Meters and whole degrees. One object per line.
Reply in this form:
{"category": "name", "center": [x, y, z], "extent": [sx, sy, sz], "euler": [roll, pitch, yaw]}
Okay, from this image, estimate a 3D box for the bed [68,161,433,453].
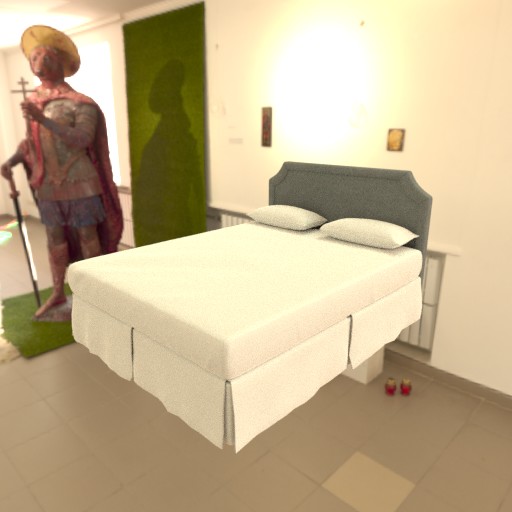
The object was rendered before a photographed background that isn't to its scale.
{"category": "bed", "center": [0.000, 0.000, 3.653], "extent": [1.977, 1.306, 2.464], "euler": [16, 23, 41]}
